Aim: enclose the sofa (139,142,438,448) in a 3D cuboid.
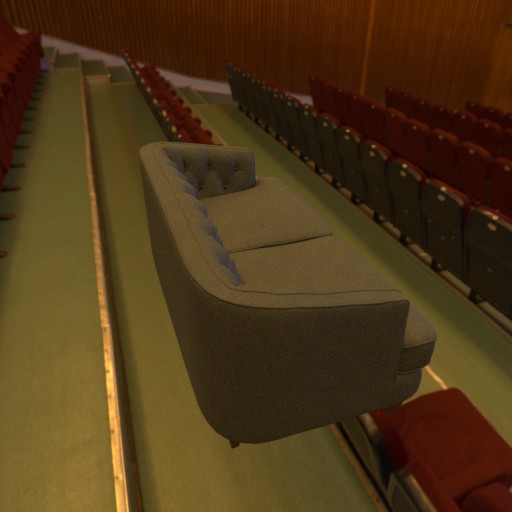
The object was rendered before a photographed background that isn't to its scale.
[{"bbox_3d":[0.000,0.000,2.273,0.941,0.855,1.733,-11,34,-17],"label":"sofa"}]
